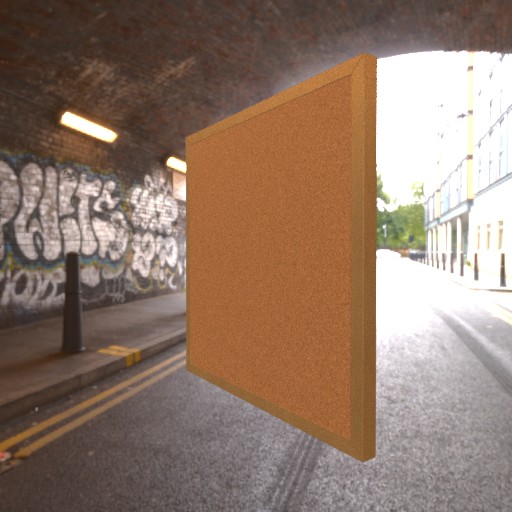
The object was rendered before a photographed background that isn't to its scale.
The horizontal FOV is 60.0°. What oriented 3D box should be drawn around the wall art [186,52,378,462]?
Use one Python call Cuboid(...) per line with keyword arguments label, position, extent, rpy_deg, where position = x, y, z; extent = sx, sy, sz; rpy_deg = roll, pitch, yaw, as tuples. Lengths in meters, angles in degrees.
Cuboid(label="wall art", position=(0.000, 0.000, 1.148), extent=(0.037, 0.763, 0.763), rpy_deg=(-1, 1, -34))
